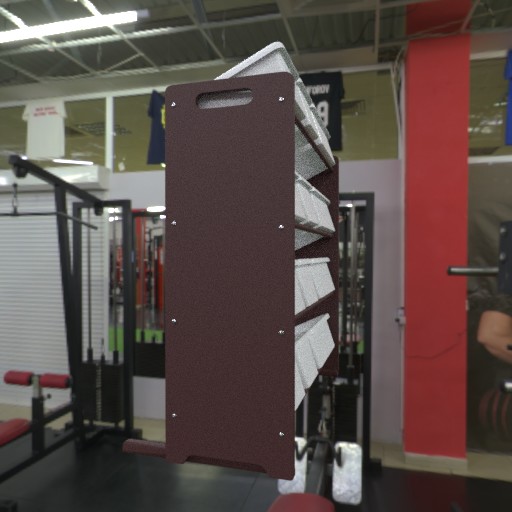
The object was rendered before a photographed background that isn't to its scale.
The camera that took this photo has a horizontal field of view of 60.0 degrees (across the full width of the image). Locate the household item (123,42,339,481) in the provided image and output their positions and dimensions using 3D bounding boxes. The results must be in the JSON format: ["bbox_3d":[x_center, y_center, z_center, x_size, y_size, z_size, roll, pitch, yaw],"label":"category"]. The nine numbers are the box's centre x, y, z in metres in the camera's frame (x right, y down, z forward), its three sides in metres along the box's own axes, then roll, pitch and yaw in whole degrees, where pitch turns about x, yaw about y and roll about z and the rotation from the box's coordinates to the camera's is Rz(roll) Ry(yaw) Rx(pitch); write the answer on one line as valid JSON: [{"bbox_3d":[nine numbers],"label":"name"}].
[{"bbox_3d":[0.000,0.000,1.282,0.389,0.864,0.787,0,0,17],"label":"household item"}]
